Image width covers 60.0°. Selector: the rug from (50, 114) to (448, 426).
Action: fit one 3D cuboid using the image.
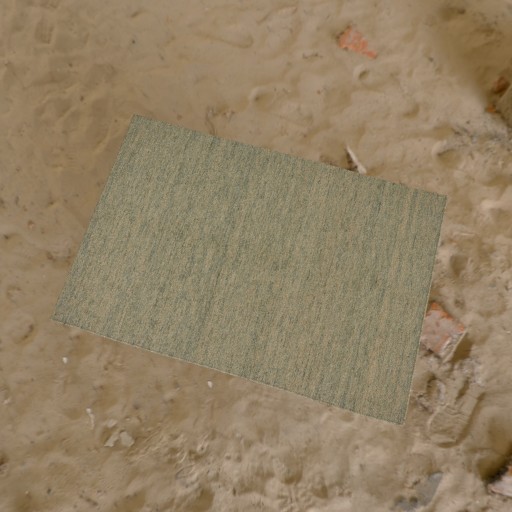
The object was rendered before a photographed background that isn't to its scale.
[{"bbox_3d":[0.000,0.000,2.920,2.283,0.013,1.547,16,75,4],"label":"rug"}]
